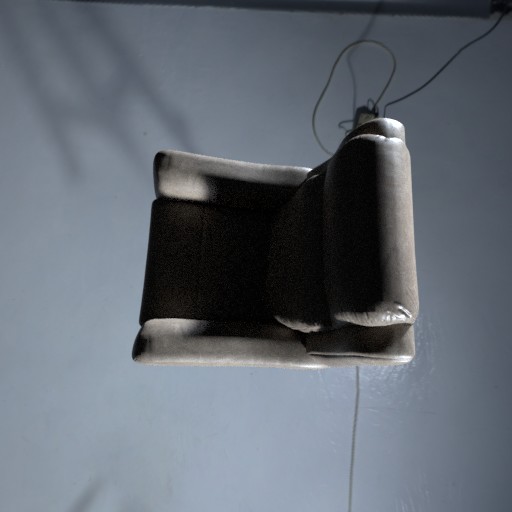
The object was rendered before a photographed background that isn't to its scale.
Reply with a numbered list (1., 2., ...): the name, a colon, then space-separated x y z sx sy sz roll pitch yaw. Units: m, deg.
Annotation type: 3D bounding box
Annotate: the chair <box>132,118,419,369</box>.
1. chair: 0.000 0.000 1.940 1.068 1.116 0.967 2 75 1
